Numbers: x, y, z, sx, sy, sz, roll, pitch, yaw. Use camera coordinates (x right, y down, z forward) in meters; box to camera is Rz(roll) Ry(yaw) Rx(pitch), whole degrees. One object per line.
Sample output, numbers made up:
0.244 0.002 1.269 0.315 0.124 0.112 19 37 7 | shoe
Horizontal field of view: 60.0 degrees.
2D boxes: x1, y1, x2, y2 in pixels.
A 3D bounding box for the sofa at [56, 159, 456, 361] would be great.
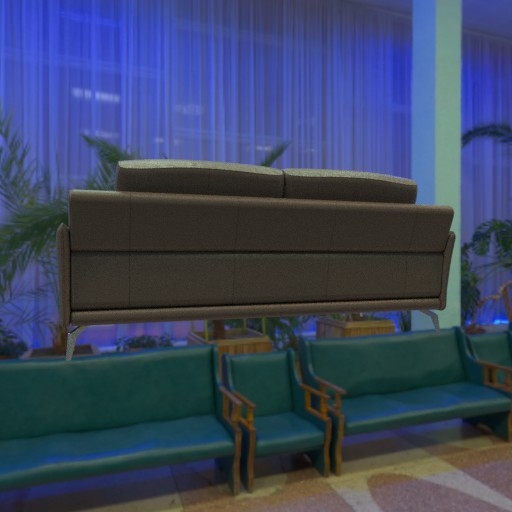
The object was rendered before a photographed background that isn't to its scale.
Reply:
0.000 0.000 2.659 2.101 0.930 1.049 0 0 -18 | sofa
